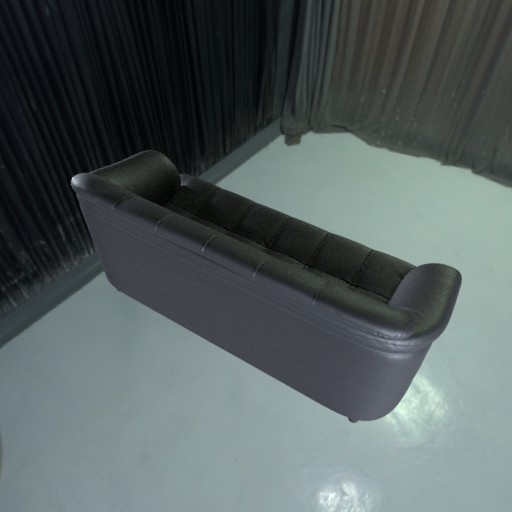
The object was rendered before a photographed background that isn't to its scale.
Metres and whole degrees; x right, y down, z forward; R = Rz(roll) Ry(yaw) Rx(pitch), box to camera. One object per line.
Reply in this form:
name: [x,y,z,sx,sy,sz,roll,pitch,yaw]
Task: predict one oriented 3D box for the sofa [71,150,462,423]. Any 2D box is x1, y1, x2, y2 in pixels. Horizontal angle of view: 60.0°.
sofa: [0.000,0.000,2.217,1.829,0.811,0.800,24,52,21]
